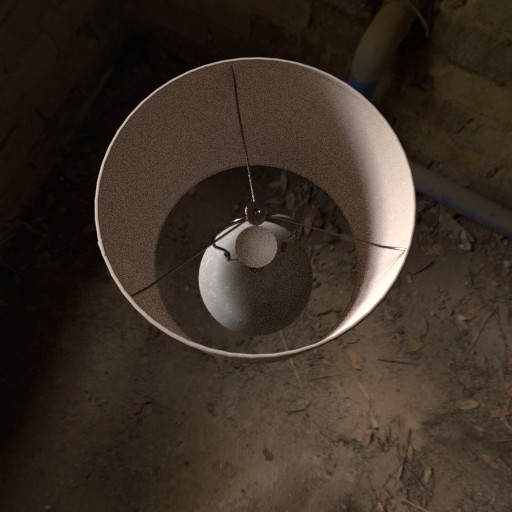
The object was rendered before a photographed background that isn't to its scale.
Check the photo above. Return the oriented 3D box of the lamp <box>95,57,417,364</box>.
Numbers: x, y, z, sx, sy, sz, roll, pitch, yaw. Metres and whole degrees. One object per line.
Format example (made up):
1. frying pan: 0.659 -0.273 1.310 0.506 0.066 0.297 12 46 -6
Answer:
1. lamp: 0.000 0.000 0.567 0.269 0.409 0.269 -9 75 -2
